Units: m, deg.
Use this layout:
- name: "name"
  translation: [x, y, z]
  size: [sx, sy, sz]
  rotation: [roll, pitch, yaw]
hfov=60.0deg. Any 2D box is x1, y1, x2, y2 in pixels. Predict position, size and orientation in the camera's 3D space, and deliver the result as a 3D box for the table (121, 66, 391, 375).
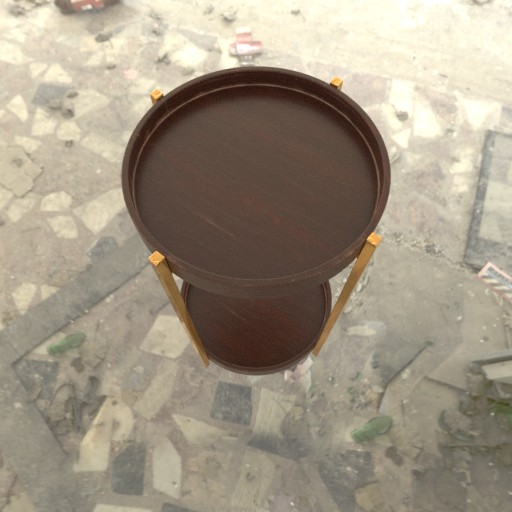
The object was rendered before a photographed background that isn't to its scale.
- name: "table"
  translation: [0.000, 0.000, 0.883]
  size: [0.400, 0.610, 0.400]
  rotation: [37, 70, 16]
